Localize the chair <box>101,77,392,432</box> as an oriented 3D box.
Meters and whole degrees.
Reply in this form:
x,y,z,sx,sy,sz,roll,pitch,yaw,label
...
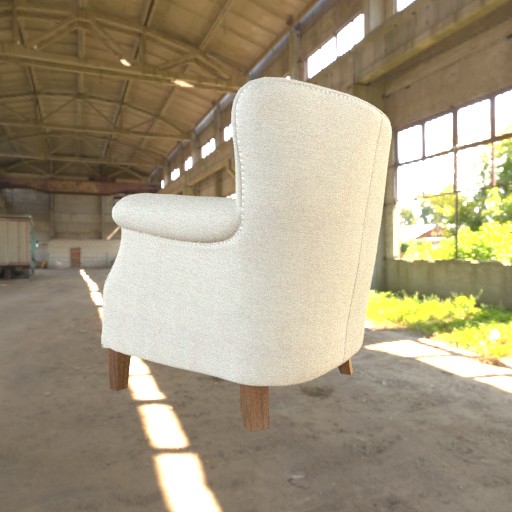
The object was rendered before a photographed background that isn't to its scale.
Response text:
x,y,z,sx,sy,sz,roll,pitch,yaw,label
0.000,0.000,1.601,0.921,0.936,0.861,1,1,34,chair
